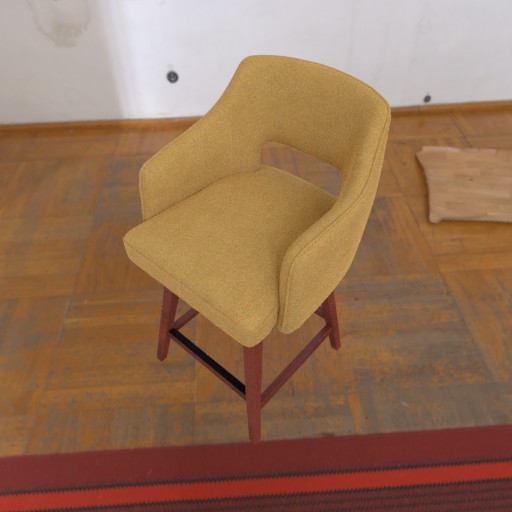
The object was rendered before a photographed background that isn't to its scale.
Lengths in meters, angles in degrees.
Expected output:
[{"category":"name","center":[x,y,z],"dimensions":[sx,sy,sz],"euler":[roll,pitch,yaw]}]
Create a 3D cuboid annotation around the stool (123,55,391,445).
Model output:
[{"category":"stool","center":[0.000,0.000,1.272],"dimensions":[0.548,0.924,0.558],"euler":[32,53,28]}]
